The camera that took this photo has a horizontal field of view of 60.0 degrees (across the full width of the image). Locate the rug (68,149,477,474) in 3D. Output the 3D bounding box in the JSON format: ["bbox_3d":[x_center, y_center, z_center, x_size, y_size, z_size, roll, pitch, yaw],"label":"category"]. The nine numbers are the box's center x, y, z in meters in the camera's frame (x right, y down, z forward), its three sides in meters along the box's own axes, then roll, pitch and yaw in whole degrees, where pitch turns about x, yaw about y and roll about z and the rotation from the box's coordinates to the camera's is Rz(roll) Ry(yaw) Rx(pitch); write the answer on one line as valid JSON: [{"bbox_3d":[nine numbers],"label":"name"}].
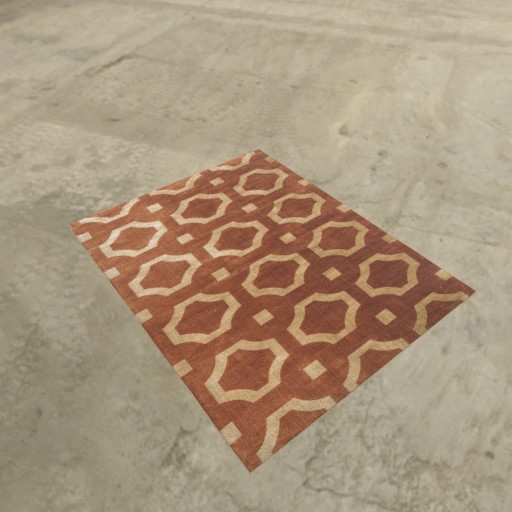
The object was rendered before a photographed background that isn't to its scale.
[{"bbox_3d":[0.000,0.000,4.146,2.466,0.021,3.049,-28,50,-27],"label":"rug"}]
